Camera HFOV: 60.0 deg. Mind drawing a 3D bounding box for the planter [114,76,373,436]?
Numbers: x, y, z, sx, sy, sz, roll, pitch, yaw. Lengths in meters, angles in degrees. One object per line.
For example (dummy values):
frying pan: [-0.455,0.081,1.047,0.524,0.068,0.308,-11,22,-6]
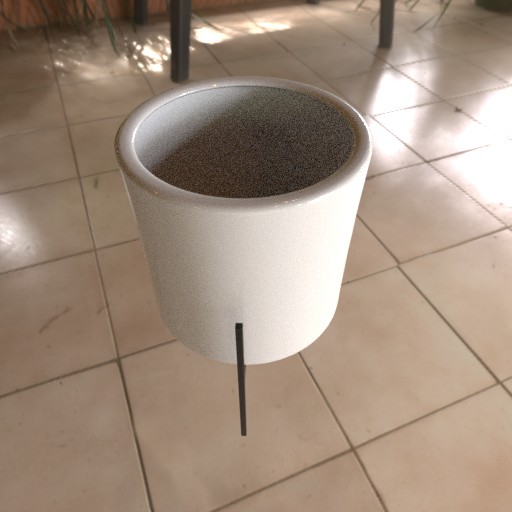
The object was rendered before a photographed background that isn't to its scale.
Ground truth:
planter: [0.000,0.000,0.745,0.361,0.480,0.360,-17,48,-16]
